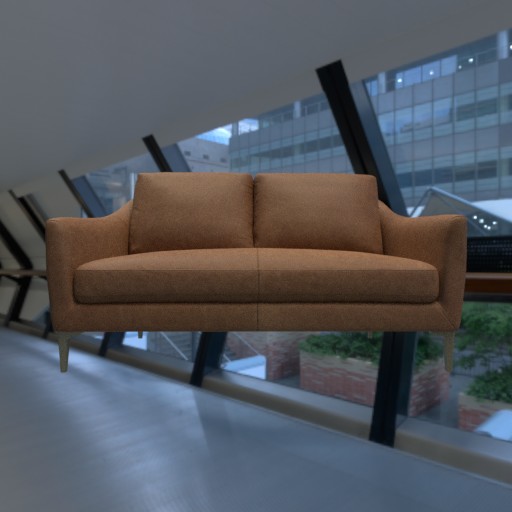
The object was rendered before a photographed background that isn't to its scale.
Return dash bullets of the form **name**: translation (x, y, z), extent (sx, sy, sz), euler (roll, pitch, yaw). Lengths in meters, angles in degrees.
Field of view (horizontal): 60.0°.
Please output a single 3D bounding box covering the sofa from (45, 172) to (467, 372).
- **sofa**: translation (0.000, 0.000, 2.145), extent (1.619, 0.902, 0.960), euler (0, 0, 0)
